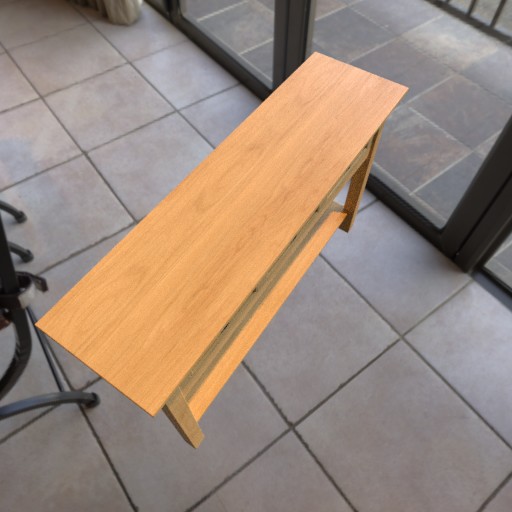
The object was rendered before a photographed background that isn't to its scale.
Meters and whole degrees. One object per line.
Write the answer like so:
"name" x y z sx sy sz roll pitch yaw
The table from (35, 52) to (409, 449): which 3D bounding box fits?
"table" 0.000 0.000 1.517 0.350 0.730 1.240 30 62 18
